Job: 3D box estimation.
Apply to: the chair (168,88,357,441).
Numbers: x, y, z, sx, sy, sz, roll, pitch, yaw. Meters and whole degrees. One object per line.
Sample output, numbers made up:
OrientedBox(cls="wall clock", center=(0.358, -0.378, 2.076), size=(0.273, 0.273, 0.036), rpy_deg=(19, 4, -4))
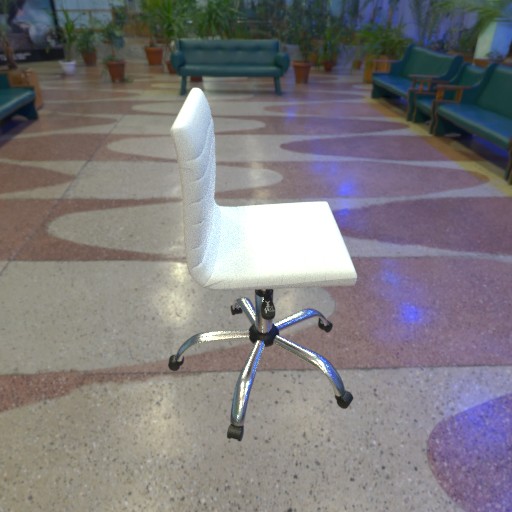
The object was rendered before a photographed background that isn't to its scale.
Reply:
OrientedBox(cls="chair", center=(0.000, 0.000, 1.161), size=(0.530, 0.780, 0.556), rpy_deg=(-1, 31, -1))
